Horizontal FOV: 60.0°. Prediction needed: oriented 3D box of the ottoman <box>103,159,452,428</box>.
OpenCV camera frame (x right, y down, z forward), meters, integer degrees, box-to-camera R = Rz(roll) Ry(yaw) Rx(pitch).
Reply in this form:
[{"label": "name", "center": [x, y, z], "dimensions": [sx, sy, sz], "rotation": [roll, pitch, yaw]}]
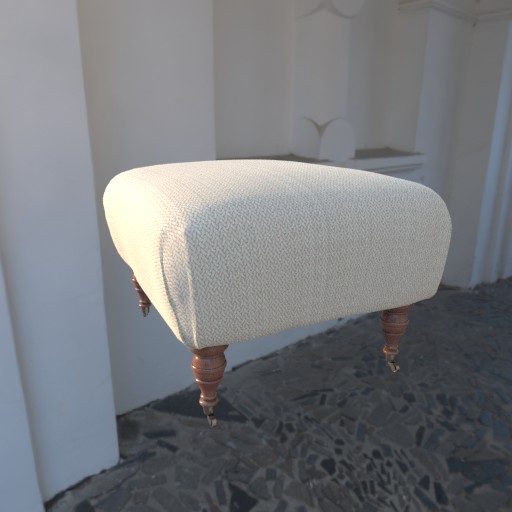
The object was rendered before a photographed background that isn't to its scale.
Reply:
[{"label": "ottoman", "center": [0.000, 0.000, 1.085], "dimensions": [0.622, 0.447, 0.684], "rotation": [-8, 18, -25]}]
